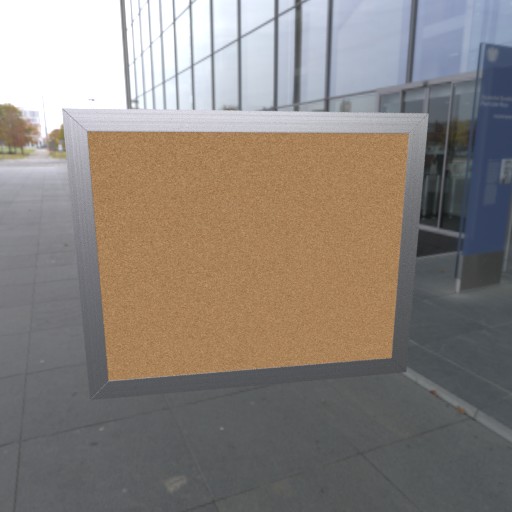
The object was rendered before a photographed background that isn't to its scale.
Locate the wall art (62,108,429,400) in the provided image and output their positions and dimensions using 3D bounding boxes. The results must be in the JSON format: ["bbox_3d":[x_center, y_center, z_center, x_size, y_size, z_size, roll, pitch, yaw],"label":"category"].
[{"bbox_3d":[0.000,0.000,0.734,0.557,0.456,0.032,-2,14,-9],"label":"wall art"}]
